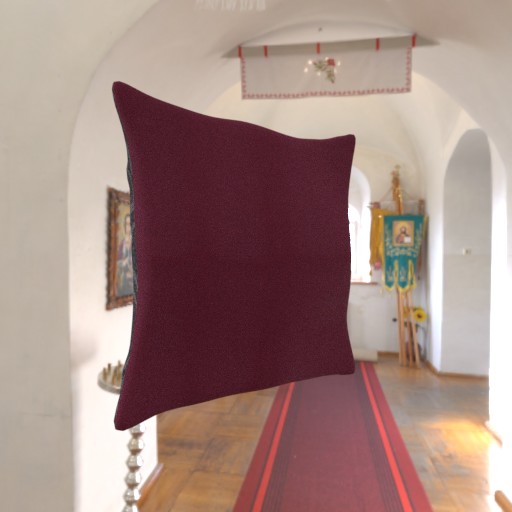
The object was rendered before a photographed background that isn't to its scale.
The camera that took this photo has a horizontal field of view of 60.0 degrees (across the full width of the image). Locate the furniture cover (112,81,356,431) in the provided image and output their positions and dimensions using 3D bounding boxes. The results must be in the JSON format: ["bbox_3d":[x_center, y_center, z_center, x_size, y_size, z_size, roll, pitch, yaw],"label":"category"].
[{"bbox_3d":[0.000,0.000,0.798,0.514,0.513,0.163,-1,1,-36],"label":"furniture cover"}]
